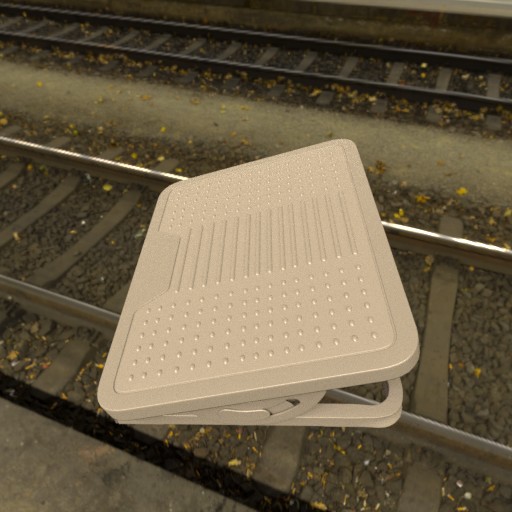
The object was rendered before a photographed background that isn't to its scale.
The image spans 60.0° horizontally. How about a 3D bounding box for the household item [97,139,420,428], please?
[{"bbox_3d":[0.000,0.000,0.533,0.301,0.126,0.390,1,41,1],"label":"household item"}]
